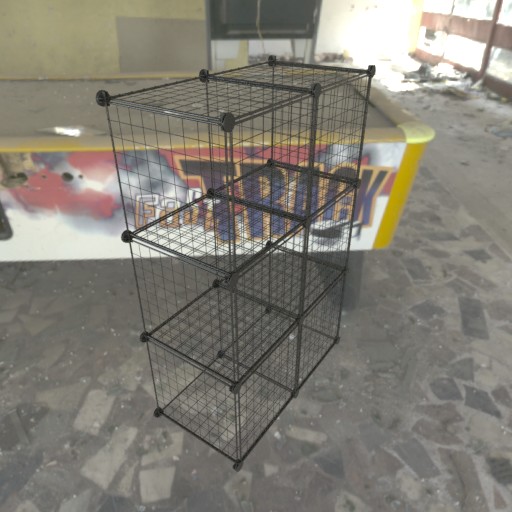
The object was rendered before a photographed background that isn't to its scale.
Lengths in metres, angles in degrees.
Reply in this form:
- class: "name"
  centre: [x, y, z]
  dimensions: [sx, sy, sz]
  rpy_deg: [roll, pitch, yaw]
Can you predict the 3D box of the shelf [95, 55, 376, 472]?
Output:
- class: "shelf"
  centre: [0.000, 0.000, 1.397]
  dimensions: [0.356, 1.067, 0.711]
  rpy_deg: [20, 37, 29]
